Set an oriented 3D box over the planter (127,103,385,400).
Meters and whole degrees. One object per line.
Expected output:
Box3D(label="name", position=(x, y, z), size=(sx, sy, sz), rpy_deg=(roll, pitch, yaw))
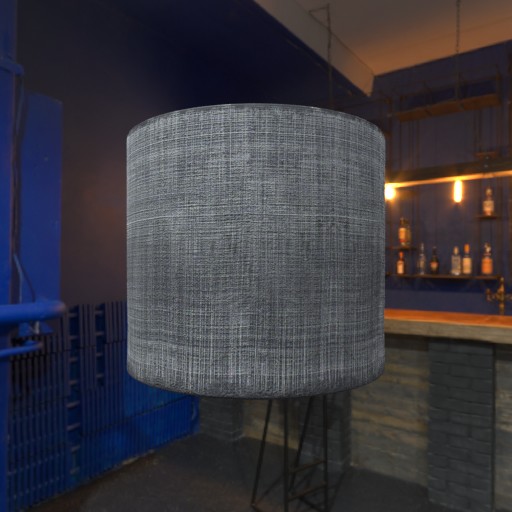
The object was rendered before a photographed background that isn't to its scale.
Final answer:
Box3D(label="planter", position=(0.000, 0.000, 0.452), size=(0.254, 0.221, 0.254), rpy_deg=(0, -1, 0))
